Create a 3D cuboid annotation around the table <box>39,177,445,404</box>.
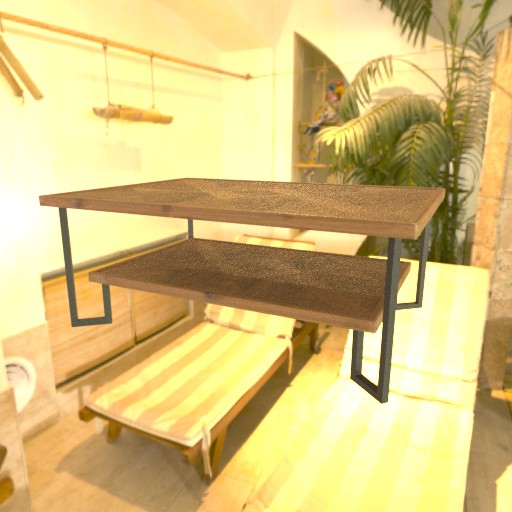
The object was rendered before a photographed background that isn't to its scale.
[{"bbox_3d":[0.000,0.000,1.697,1.238,0.492,0.877,7,16,25],"label":"table"}]
